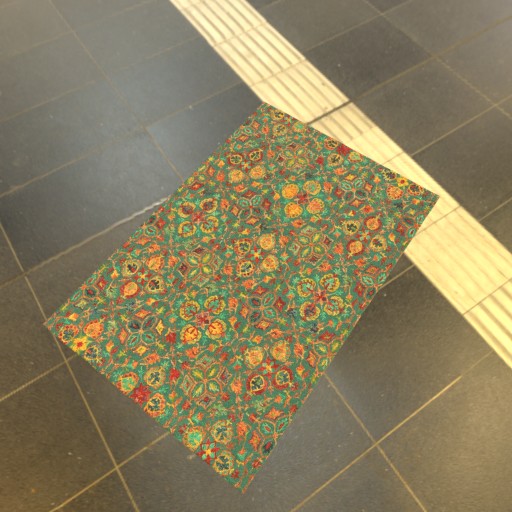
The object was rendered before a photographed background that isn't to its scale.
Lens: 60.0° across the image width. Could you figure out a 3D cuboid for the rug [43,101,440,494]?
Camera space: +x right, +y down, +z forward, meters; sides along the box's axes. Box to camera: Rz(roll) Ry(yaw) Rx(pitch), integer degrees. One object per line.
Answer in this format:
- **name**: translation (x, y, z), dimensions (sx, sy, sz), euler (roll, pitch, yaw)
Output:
- **rug**: translation (0.000, 0.000, 2.896), dimensions (1.527, 0.016, 2.290), euler (33, 68, 16)
